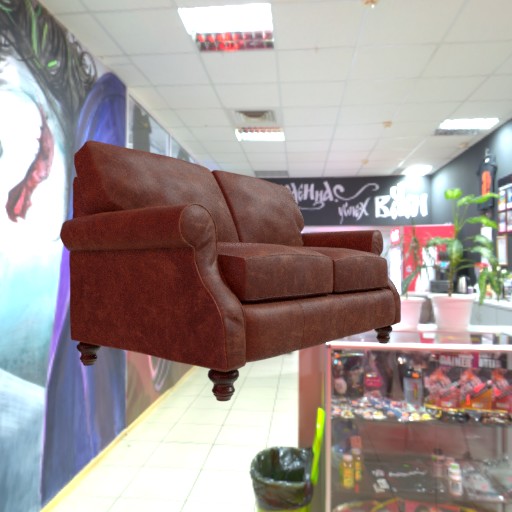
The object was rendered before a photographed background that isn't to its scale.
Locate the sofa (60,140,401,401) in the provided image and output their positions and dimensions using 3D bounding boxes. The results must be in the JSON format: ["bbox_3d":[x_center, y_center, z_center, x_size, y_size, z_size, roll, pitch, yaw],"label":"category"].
[{"bbox_3d":[0.000,0.000,2.209,0.990,0.967,1.616,-1,-1,39],"label":"sofa"}]
